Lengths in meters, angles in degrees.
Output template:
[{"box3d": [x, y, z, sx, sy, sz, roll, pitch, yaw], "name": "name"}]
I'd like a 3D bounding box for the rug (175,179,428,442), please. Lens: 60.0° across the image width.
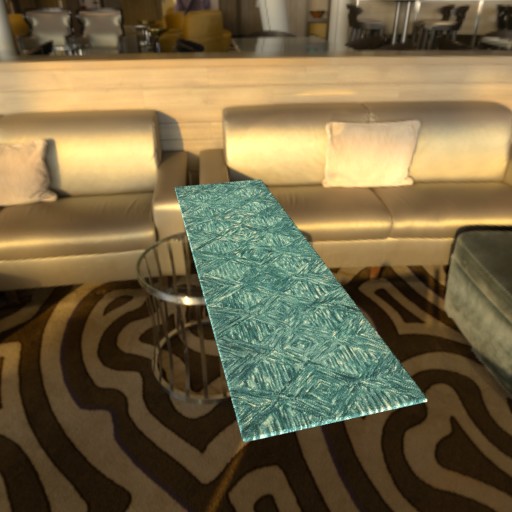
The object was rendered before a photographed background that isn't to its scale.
[{"box3d": [0.000, 0.000, 2.458, 0.676, 0.016, 2.286, -7, 31, -12], "name": "rug"}]
